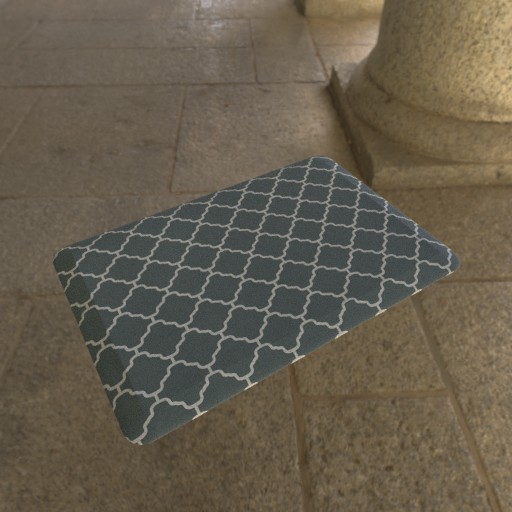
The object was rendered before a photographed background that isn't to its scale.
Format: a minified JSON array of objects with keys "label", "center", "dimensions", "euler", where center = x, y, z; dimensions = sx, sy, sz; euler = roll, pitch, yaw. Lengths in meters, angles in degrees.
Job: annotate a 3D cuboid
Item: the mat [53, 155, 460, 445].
[{"label":"mat","center":[0.000,0.000,0.962],"dimensions":[0.762,0.021,0.508],"euler":[-24,50,-22]}]
